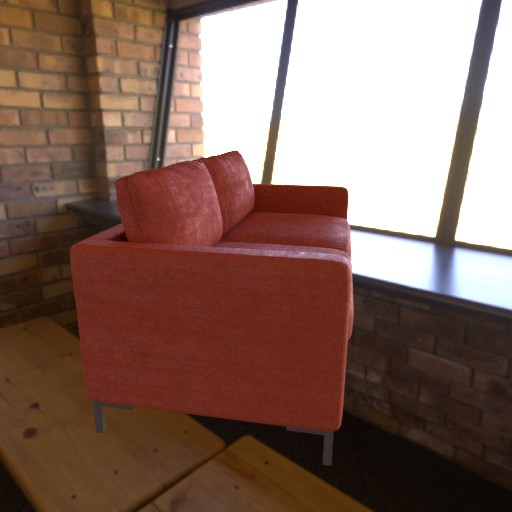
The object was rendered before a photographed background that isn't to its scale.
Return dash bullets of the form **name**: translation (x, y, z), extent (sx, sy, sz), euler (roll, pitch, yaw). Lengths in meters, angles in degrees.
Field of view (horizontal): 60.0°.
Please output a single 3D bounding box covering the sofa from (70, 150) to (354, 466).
- **sofa**: translation (0.000, 0.000, 2.041), extent (0.864, 0.896, 1.574), euler (3, 16, 11)
